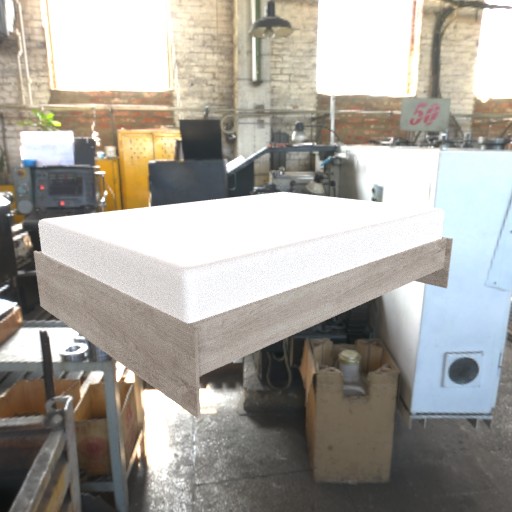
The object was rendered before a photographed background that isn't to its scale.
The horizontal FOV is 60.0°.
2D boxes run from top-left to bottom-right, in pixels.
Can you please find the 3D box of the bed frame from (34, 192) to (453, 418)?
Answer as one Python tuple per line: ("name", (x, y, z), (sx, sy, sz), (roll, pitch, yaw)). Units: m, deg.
("bed frame", (0.000, 0.000, 2.565), (1.945, 0.497, 1.445), (-14, 20, -42))
